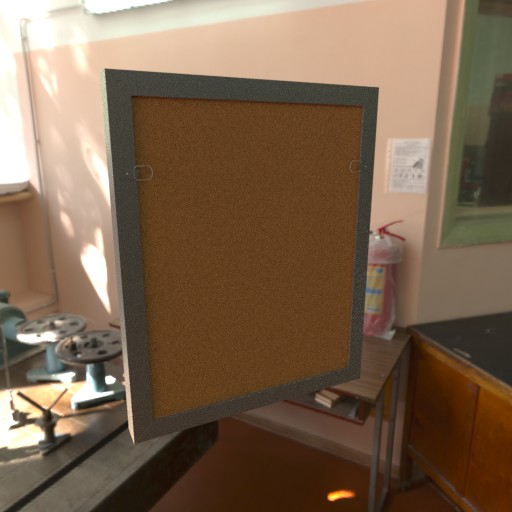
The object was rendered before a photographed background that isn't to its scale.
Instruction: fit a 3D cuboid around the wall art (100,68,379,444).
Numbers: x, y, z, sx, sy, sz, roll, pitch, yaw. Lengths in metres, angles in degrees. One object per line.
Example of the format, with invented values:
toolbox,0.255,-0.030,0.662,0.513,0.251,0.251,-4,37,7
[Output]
wall art,0.000,0.000,0.511,0.308,0.379,0.030,-7,16,-26
